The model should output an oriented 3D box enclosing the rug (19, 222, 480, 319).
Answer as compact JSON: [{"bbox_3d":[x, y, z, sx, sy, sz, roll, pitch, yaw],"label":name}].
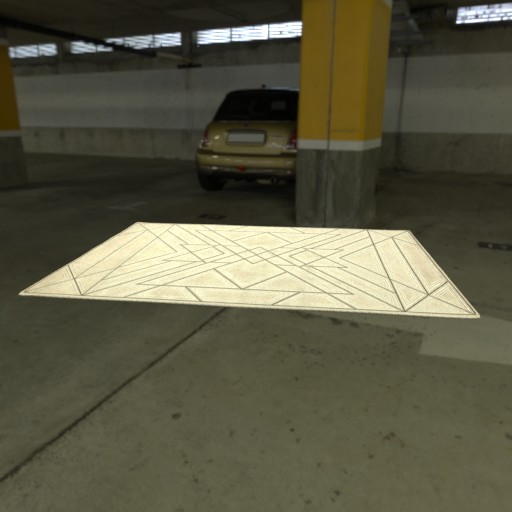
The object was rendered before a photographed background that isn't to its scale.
[{"bbox_3d":[0.000,0.000,4.336,3.381,0.026,2.436,2,18,7],"label":"rug"}]
